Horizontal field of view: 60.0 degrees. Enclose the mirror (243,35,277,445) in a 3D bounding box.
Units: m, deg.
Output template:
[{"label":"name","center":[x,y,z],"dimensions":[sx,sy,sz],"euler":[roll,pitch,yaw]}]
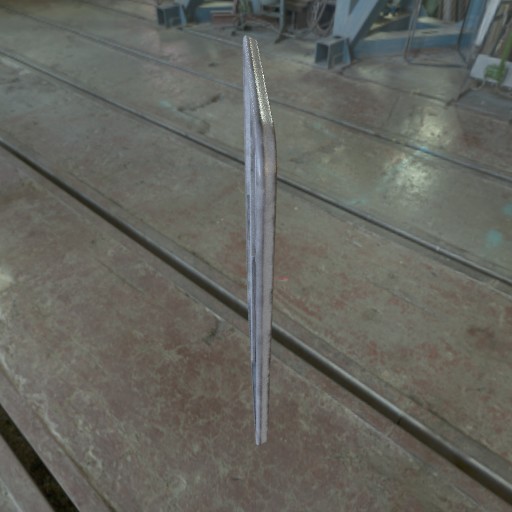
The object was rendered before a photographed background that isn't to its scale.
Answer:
[{"label":"mirror","center":[0.000,0.000,0.872],"dimensions":[0.024,0.713,0.461],"euler":[-2,41,-2]}]
